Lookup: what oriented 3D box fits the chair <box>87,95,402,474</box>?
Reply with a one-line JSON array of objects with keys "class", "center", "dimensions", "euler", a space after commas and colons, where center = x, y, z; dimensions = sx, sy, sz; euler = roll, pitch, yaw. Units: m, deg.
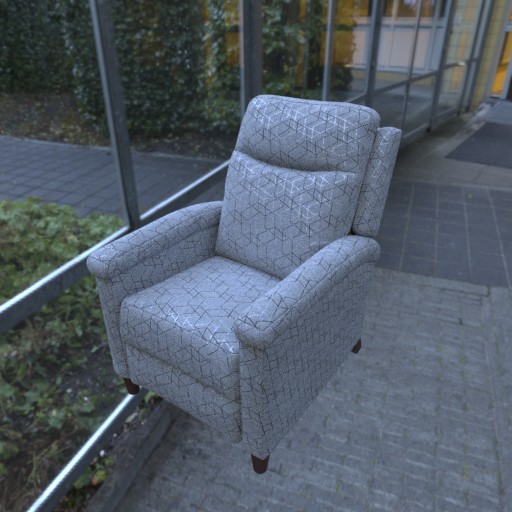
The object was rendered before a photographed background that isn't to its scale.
[{"class": "chair", "center": [0.000, 0.000, 1.690], "dimensions": [0.753, 1.048, 0.987], "euler": [18, 34, 29]}]
